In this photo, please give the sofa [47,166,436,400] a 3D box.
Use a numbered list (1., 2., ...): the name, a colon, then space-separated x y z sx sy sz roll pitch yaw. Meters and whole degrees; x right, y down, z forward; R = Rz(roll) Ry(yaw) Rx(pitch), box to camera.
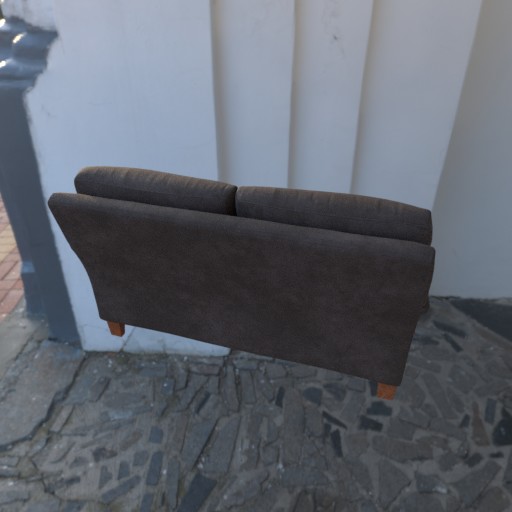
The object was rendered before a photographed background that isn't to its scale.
1. sofa: 0.000 0.000 2.559 1.853 1.101 1.084 9 33 15
